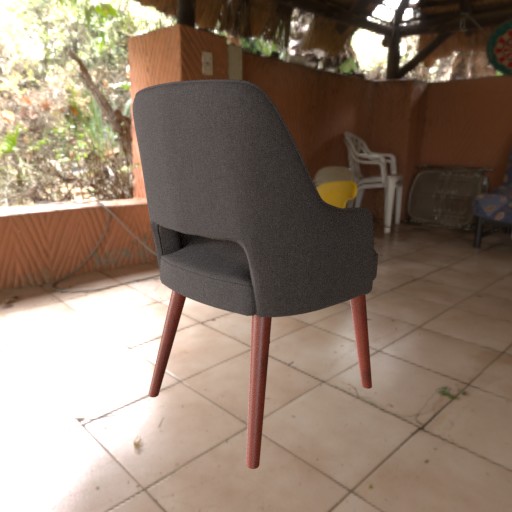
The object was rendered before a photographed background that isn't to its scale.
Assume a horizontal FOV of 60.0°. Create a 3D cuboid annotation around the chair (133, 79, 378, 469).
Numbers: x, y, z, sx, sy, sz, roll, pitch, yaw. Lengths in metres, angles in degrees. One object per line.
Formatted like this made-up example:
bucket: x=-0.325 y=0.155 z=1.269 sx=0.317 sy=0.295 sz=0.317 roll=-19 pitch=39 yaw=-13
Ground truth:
chair: x=0.000 y=0.000 z=1.210 sx=0.559 sy=0.838 sz=0.560 roll=14 pitch=20 yaw=43
